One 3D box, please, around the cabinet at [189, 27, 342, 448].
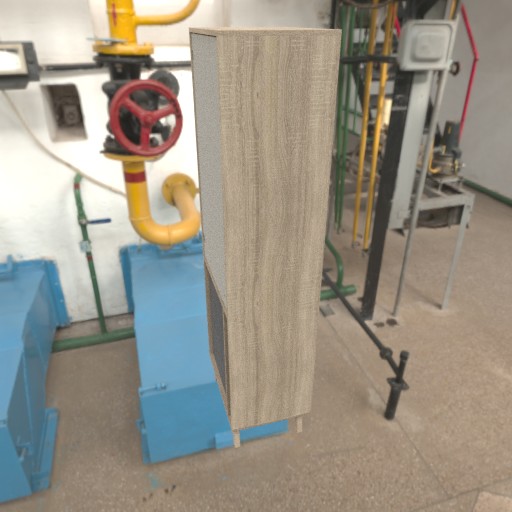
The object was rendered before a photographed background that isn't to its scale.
[{"bbox_3d":[0.000,0.000,2.025,0.400,1.850,0.570,-8,29,-14],"label":"cabinet"}]
